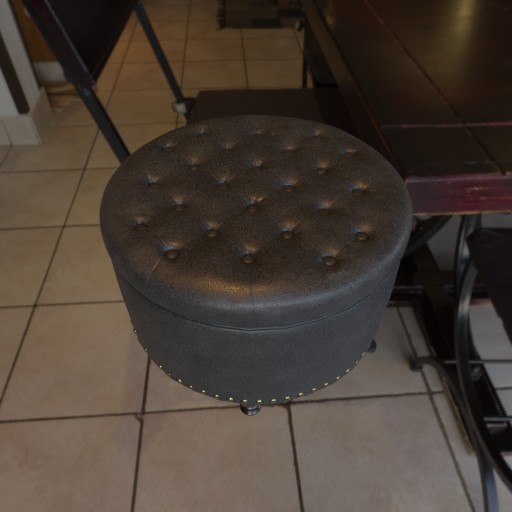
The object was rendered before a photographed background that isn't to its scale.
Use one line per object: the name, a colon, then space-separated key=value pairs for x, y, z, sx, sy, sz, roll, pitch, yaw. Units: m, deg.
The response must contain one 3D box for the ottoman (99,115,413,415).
ottoman: x=0.000 y=0.000 z=1.055 sx=0.637 sy=0.442 sz=0.637 roll=0 pitch=45 yaw=0
